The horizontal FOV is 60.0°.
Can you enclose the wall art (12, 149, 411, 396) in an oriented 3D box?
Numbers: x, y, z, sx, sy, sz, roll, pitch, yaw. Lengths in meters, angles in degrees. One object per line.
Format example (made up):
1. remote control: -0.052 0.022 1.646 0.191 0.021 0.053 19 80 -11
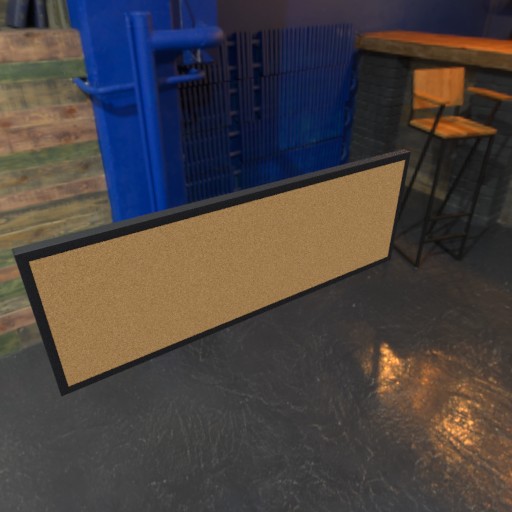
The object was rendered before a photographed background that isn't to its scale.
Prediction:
1. wall art: 0.000 0.000 1.710 1.572 0.554 0.041 -19 36 -28
